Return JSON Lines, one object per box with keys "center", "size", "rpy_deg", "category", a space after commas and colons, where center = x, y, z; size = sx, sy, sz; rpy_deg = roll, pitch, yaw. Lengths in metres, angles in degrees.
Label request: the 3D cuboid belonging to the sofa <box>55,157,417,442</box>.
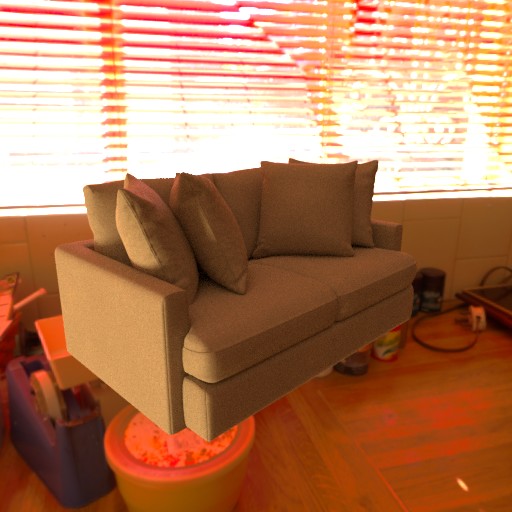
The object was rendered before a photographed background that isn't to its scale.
{"center": [0.000, 0.000, 2.606], "size": [1.869, 1.080, 1.228], "rpy_deg": [-15, 22, -43], "category": "sofa"}
